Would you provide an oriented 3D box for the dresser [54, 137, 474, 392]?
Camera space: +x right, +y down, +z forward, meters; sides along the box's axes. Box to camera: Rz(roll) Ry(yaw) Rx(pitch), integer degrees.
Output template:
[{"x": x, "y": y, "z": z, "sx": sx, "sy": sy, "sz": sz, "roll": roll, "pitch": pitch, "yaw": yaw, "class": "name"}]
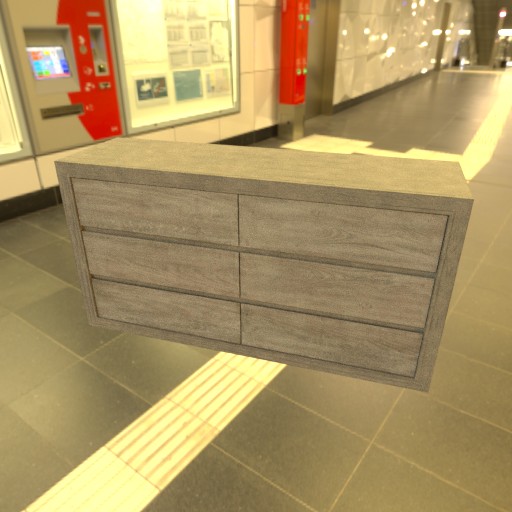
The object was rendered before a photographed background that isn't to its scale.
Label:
[{"x": 0.000, "y": 0.000, "z": 2.058, "sx": 1.628, "sy": 0.889, "sz": 0.483, "roll": 8, "pitch": 28, "yaw": 15, "class": "dresser"}]
